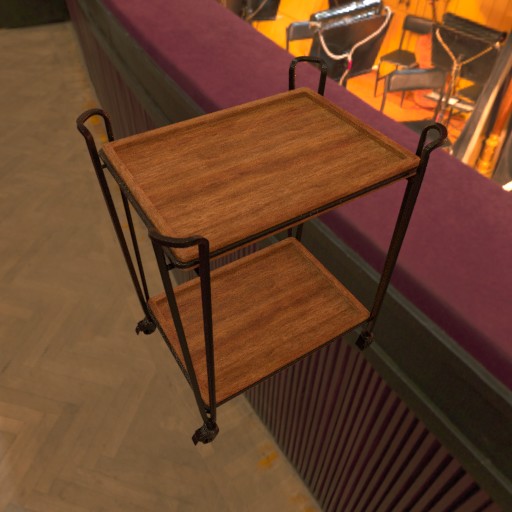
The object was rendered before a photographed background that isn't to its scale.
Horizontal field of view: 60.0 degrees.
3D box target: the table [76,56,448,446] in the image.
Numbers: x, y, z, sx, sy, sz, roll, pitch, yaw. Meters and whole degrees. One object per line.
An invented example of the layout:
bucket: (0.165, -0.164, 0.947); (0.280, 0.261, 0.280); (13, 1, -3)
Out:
table: (0.000, 0.000, 1.210); (0.672, 0.785, 0.505); (-24, 50, -22)
